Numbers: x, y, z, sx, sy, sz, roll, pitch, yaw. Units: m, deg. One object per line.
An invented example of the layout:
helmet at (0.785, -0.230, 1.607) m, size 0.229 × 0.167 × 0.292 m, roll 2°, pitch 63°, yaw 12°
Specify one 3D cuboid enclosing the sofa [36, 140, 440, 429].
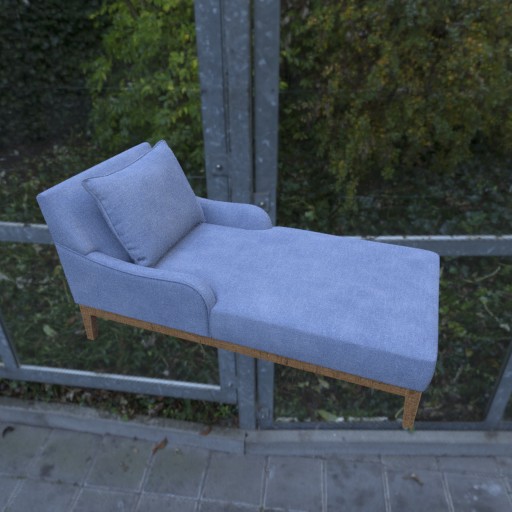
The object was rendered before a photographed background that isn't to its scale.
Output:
sofa at (0.000, 0.000, 2.257) m, size 1.779 × 0.883 × 0.904 m, roll 11°, pitch 32°, yaw 17°
